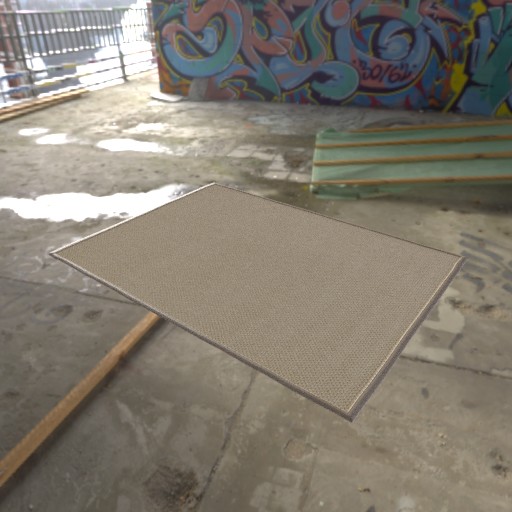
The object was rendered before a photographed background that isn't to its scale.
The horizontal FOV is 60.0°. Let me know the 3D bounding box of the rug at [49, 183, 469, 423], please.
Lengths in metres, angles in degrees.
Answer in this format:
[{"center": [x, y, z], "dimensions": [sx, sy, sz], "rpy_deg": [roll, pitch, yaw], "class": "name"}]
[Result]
[{"center": [0.000, 0.000, 2.707], "dimensions": [2.081, 0.020, 1.525], "rpy_deg": [21, 36, 32], "class": "rug"}]
